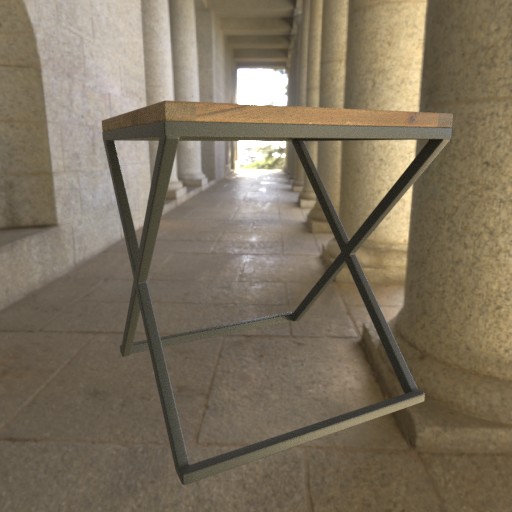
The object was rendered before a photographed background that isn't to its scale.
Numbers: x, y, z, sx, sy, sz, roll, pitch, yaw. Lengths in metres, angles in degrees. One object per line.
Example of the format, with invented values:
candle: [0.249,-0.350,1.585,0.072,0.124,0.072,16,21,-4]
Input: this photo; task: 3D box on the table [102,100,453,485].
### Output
table: [0.000,0.000,0.919,0.499,0.550,0.498,-7,16,-26]
